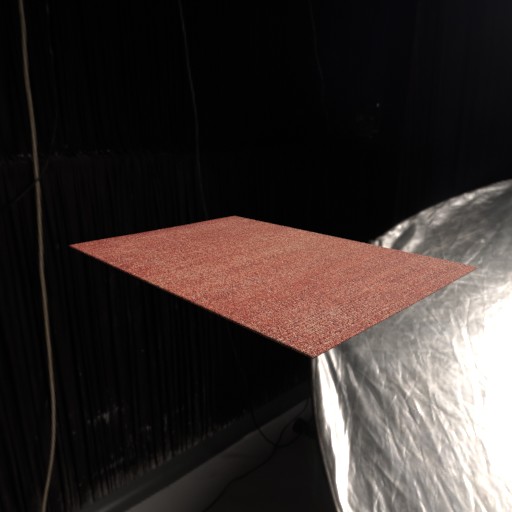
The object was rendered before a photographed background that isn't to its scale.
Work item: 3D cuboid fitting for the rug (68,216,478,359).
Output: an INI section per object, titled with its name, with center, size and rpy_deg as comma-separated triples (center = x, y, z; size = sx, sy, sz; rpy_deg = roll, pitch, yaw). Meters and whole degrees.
[rug]
center = 0.000, 0.000, 5.182
size = 2.803, 0.025, 3.965
rpy_deg = -15, 22, -42
